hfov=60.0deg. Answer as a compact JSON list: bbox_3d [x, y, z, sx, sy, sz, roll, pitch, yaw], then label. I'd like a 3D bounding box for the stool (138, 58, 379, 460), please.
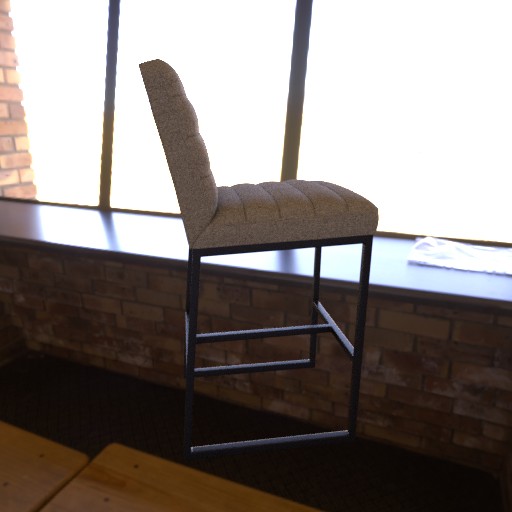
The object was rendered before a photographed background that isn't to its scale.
[{"bbox_3d":[0.000,0.000,1.320,0.571,1.034,0.459,-3,17,-9],"label":"stool"}]
